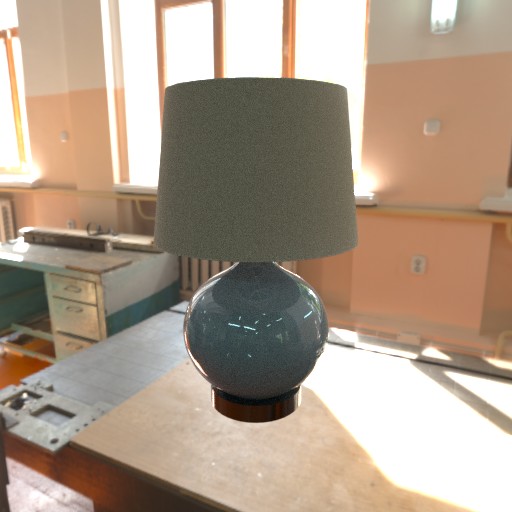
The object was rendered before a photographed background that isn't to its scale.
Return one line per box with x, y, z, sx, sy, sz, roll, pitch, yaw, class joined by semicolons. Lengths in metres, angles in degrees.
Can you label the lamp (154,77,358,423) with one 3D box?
0.000;0.000;0.551;0.247;0.387;0.247;0;13;0;lamp
